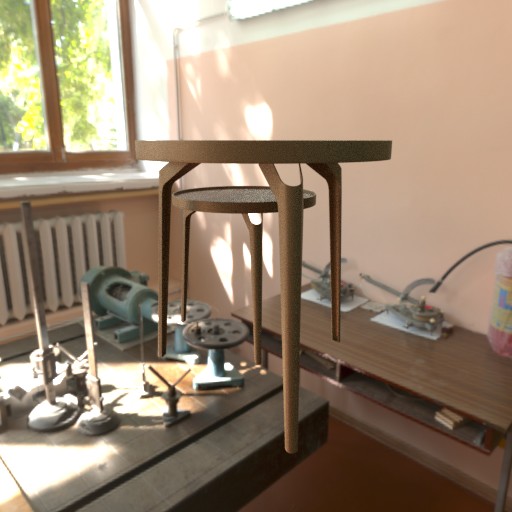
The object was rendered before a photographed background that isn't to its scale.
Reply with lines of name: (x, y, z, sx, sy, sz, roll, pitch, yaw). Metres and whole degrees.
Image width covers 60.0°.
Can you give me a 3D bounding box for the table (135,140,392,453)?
table: (0.000, 0.000, 1.100, 0.532, 0.555, 0.751, -3, 15, -10)
